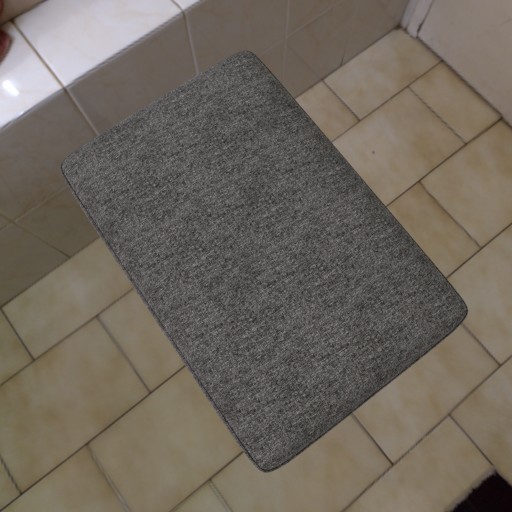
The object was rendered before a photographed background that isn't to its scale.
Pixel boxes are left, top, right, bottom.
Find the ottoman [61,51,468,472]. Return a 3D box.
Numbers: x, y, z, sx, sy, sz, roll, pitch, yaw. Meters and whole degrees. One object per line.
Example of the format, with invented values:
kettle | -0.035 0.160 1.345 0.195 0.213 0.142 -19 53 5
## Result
ottoman | 0.000 0.000 1.170 0.584 0.483 0.864 -35 78 -9
